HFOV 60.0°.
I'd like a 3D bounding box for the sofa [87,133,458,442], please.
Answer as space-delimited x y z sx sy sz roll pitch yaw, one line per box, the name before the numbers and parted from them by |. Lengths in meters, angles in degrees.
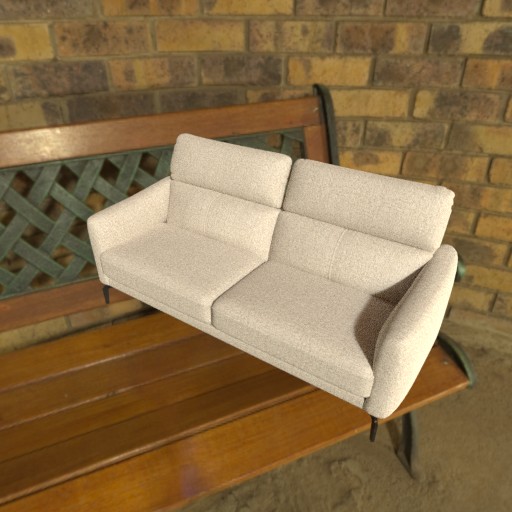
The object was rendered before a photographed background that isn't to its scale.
sofa | 0.000 0.000 2.509 2.015 0.956 0.856 19 36 29
